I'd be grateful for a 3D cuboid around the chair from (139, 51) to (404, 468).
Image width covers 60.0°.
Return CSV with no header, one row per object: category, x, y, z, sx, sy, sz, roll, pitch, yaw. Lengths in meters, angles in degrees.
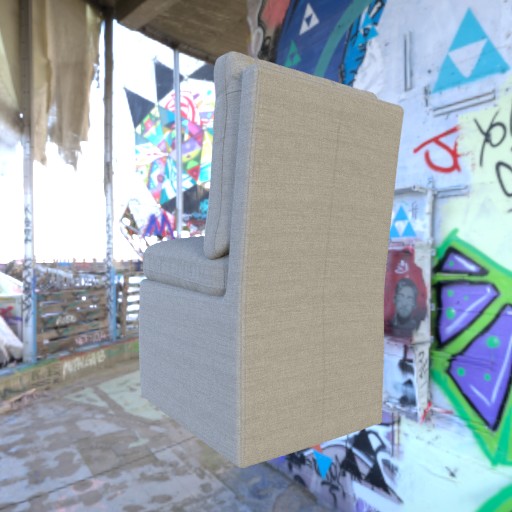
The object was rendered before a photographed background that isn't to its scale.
chair,0.000,0.000,1.312,0.503,0.927,0.698,0,0,-34
